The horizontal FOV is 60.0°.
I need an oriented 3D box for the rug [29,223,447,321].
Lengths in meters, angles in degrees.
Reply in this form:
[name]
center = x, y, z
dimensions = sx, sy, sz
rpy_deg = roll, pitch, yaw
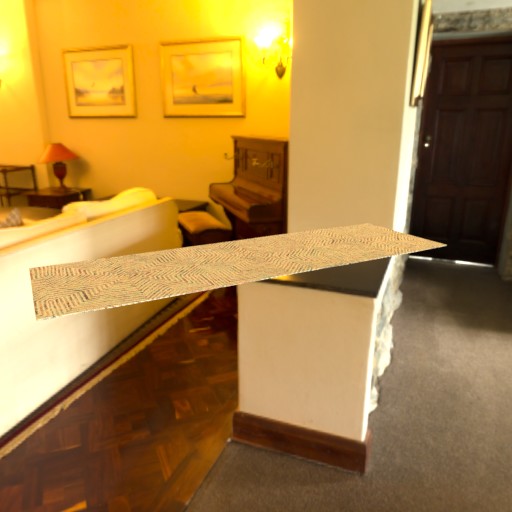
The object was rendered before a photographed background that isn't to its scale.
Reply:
[rug]
center = 0.000, 0.000, 2.682
dimensions = 2.443, 0.009, 0.771
rpy_deg = -9, 19, -27
